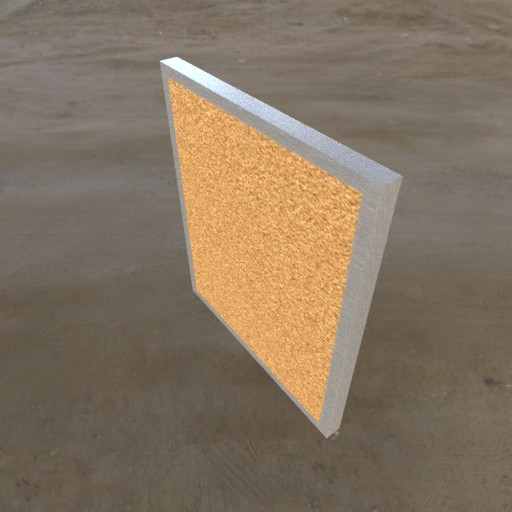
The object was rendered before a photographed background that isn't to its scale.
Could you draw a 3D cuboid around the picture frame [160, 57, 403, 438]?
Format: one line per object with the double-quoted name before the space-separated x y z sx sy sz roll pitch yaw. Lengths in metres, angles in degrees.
"picture frame" 0.000 0.000 0.541 0.027 0.378 0.327 -27 48 -27
